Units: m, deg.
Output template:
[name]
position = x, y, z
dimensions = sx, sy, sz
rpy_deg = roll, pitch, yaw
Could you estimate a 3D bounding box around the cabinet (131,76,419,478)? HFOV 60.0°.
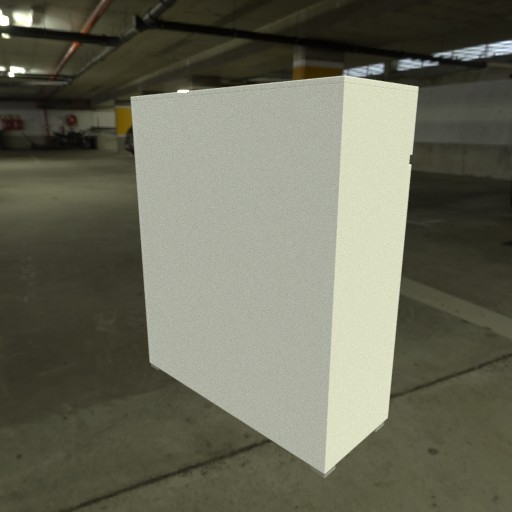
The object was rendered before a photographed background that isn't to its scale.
[cabinet]
position = 0.000, 0.000, 1.715
dimensions = 1.000, 1.190, 0.400
rpy_deg = 15, 22, 42
